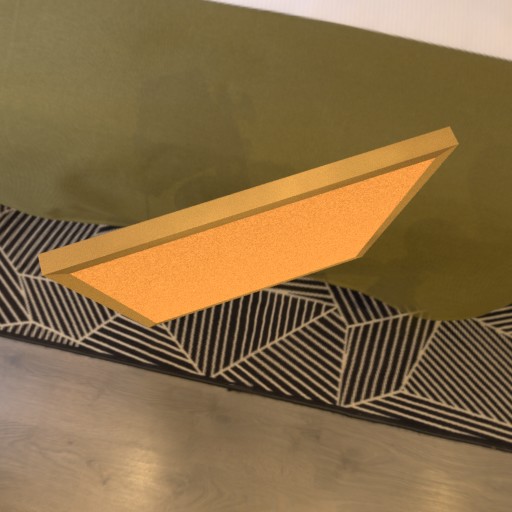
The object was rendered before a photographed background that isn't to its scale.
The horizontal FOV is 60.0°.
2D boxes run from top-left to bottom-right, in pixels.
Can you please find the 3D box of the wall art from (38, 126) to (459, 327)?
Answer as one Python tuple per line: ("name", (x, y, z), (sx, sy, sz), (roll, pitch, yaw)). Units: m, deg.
("wall art", (0.000, 0.000, 1.141), (0.762, 0.762, 0.038), (-18, 75, -5))
